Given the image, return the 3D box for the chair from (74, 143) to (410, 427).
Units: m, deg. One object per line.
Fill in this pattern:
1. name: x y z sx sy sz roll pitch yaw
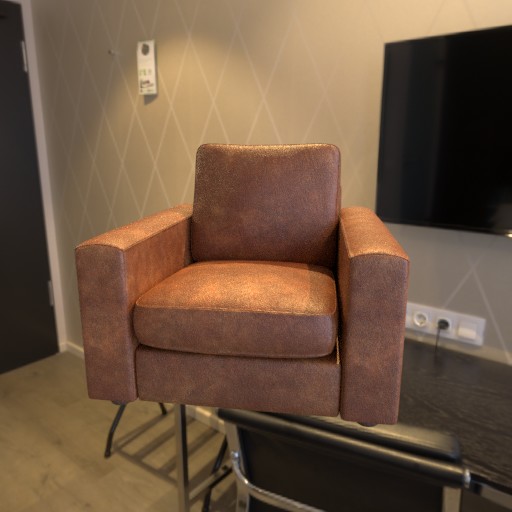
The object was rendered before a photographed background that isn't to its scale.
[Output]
1. chair: 0.000 0.000 1.757 1.005 0.873 1.016 2 14 8
